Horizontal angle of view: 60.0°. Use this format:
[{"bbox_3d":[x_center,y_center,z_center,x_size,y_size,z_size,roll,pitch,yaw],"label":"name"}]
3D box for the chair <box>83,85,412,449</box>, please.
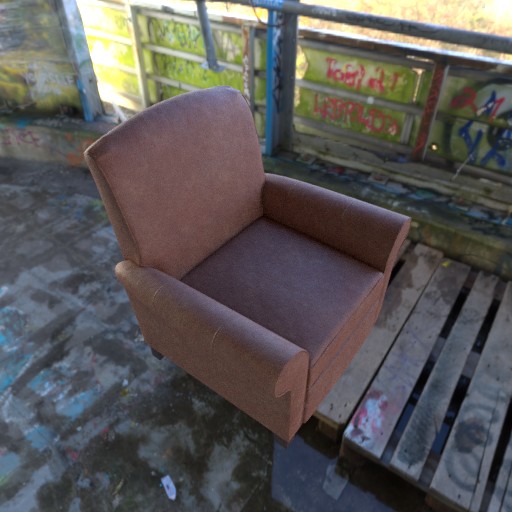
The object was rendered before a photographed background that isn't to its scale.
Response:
[{"bbox_3d":[0.000,0.000,1.768,0.902,1.061,0.978,26,47,27],"label":"chair"}]
